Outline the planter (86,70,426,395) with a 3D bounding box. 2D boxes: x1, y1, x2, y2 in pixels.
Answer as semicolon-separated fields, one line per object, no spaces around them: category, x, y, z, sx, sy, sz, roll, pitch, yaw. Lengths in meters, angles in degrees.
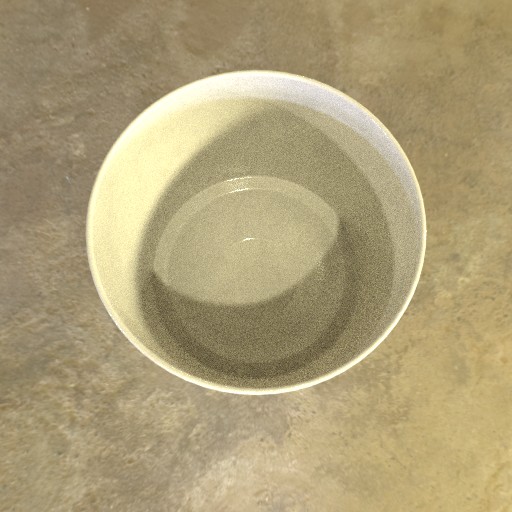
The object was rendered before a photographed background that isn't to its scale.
planter;0.000;0.000;0.441;0.250;0.239;0.250;0;76;0
